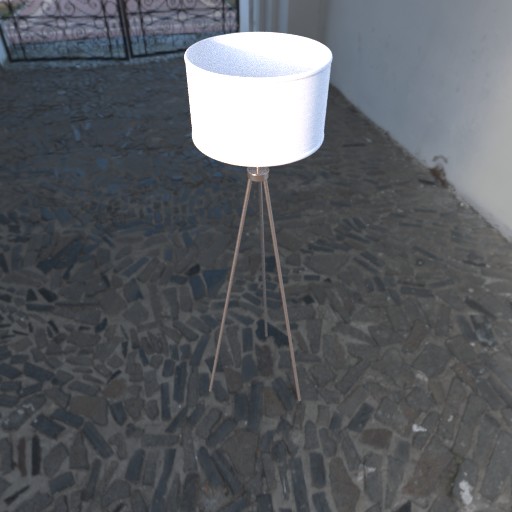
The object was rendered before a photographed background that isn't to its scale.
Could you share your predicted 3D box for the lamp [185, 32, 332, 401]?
[{"bbox_3d":[0.000,0.000,1.756,0.448,1.545,0.458,2,41,2],"label":"lamp"}]
